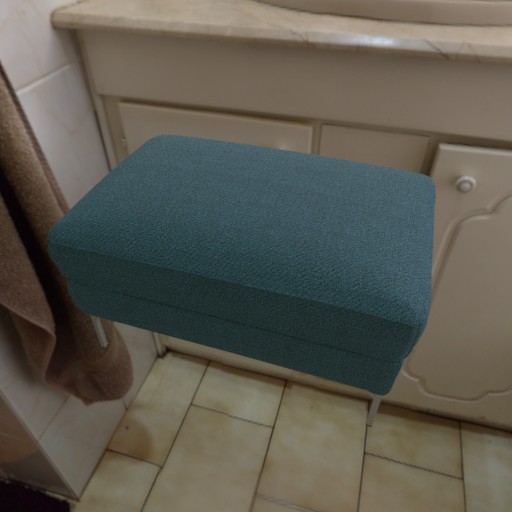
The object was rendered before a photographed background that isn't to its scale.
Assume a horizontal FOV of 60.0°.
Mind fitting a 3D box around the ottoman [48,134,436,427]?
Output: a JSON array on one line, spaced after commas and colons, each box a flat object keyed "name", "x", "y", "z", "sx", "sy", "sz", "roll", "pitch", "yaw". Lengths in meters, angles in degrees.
[{"name": "ottoman", "x": 0.000, "y": 0.000, "z": 1.206, "sx": 0.856, "sy": 0.498, "sz": 0.563, "roll": 12, "pitch": 42, "yaw": 14}]
